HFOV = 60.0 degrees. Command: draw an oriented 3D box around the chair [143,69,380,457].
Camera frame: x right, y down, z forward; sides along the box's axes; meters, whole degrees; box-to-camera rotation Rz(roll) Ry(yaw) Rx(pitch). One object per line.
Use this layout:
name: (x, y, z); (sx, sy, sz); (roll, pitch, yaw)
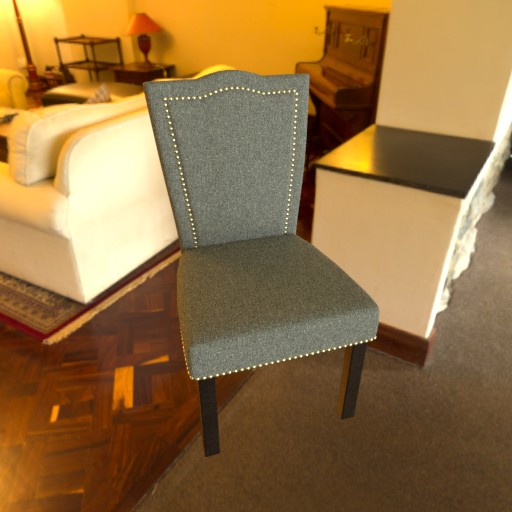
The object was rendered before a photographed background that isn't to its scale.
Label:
chair: (0.000, 0.000, 1.299); (0.518, 0.946, 0.589); (-9, 32, -15)
